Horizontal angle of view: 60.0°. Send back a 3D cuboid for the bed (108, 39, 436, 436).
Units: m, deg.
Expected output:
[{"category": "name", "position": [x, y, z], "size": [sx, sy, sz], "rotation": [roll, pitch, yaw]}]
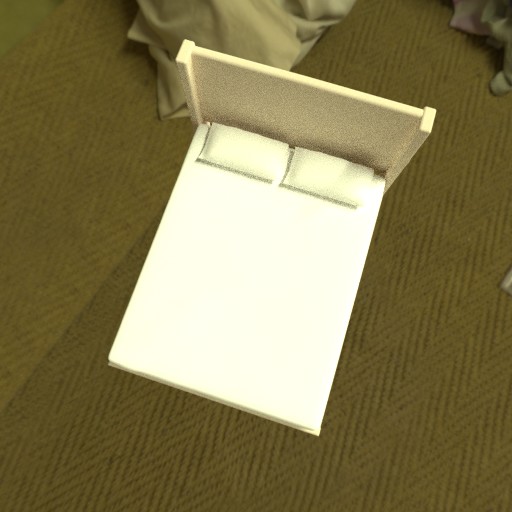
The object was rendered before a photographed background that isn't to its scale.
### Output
[{"category": "bed", "position": [0.000, 0.000, 3.438], "size": [1.778, 1.471, 2.293], "rotation": [17, 77, 4]}]
